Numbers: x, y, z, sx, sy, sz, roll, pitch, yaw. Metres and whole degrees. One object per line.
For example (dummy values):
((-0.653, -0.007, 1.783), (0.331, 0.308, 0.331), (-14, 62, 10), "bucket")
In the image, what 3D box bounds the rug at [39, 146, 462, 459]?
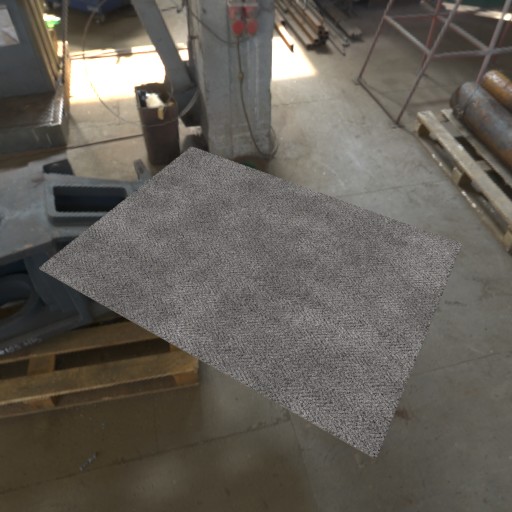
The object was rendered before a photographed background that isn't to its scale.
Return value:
((0.000, 0.000, 2.868), (2.235, 0.008, 1.600), (24, 51, 21), "rug")
